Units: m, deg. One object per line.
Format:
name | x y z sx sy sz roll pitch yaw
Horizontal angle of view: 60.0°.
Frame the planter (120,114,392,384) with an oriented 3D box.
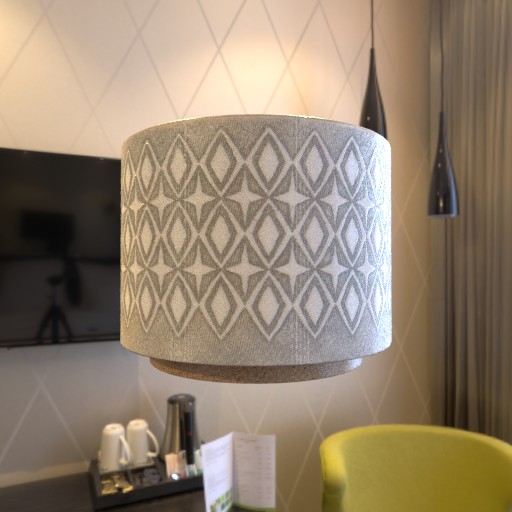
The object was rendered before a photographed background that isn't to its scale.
planter | 0.000 0.000 0.319 0.186 0.144 0.186 0 -1 0
